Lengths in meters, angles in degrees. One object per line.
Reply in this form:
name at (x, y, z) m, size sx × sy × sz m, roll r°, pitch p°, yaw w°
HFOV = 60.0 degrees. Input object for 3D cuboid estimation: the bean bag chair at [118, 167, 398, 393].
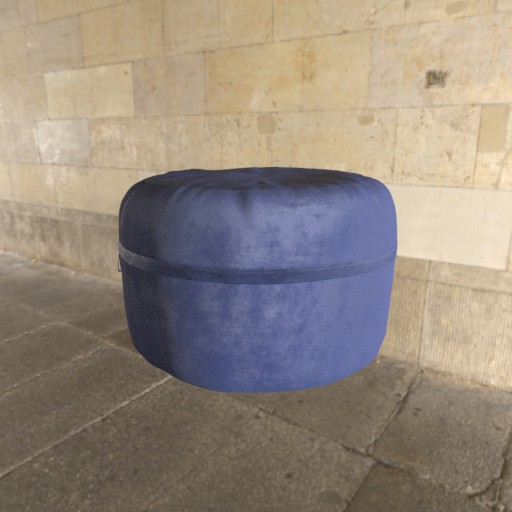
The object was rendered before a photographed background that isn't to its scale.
bean bag chair at (0.000, 0.000, 2.022) m, size 1.219 × 0.762 × 1.219 m, roll 0°, pitch 15°, yaw 0°
